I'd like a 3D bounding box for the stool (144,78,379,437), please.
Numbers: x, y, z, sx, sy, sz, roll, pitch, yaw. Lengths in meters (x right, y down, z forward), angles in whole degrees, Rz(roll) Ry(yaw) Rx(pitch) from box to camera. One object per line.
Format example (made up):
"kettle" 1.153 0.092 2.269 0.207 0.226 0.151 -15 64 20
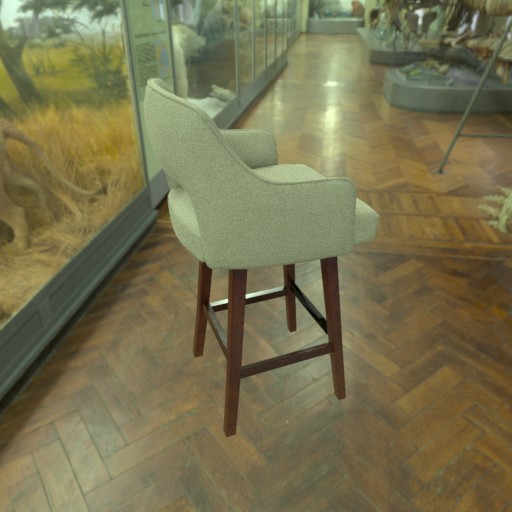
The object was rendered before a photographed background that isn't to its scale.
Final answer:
"stool" 0.000 0.000 1.387 0.560 1.041 0.550 -11 32 -19
